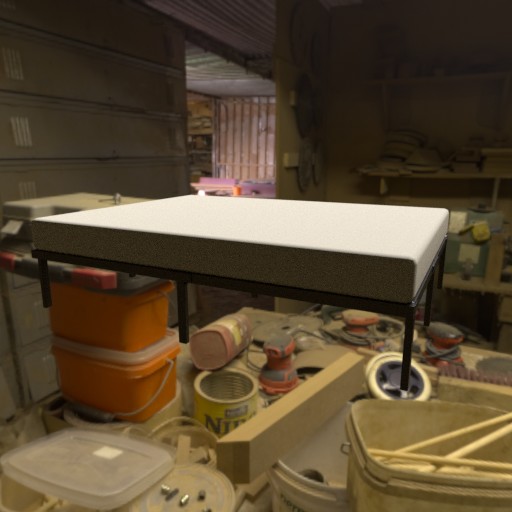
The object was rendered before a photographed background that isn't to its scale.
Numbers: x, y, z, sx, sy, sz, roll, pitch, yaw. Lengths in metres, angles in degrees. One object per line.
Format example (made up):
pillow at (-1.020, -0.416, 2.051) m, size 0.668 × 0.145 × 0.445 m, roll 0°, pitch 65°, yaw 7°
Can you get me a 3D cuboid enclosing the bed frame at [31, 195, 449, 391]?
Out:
bed frame at (0.000, 0.000, 3.487) m, size 2.635 × 0.680 × 1.990 m, roll 7°, pitch 15°, yaw 26°
